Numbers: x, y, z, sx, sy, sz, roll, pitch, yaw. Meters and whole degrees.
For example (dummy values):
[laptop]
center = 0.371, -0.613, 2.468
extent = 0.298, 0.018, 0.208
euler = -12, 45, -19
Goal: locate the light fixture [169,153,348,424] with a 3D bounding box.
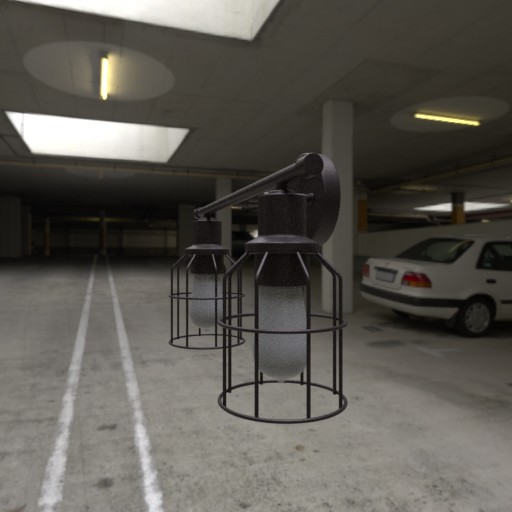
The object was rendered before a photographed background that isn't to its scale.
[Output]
[light fixture]
center = 0.000, 0.000, 0.532
extent = 0.165, 0.254, 0.406
euler = 0, 0, -20
